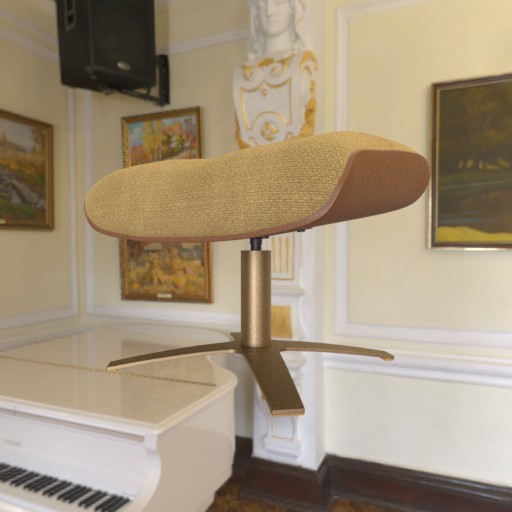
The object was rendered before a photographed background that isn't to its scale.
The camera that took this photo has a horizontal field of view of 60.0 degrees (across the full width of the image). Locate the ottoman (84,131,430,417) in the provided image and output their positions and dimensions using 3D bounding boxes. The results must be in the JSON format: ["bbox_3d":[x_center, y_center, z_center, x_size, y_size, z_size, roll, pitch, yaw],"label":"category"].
[{"bbox_3d":[0.000,0.000,0.803,0.520,0.391,0.394,1,1,36],"label":"ottoman"}]
